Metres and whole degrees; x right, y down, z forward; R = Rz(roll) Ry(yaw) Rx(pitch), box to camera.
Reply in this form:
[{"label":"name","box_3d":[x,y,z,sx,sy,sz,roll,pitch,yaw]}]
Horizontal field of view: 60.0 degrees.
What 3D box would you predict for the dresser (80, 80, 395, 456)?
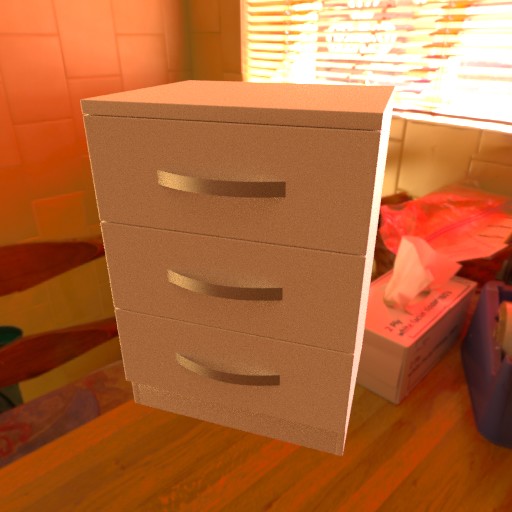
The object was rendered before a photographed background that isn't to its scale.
[{"label":"dresser","box_3d":[0.000,0.000,0.805,0.400,0.560,0.360,8,27,16]}]
